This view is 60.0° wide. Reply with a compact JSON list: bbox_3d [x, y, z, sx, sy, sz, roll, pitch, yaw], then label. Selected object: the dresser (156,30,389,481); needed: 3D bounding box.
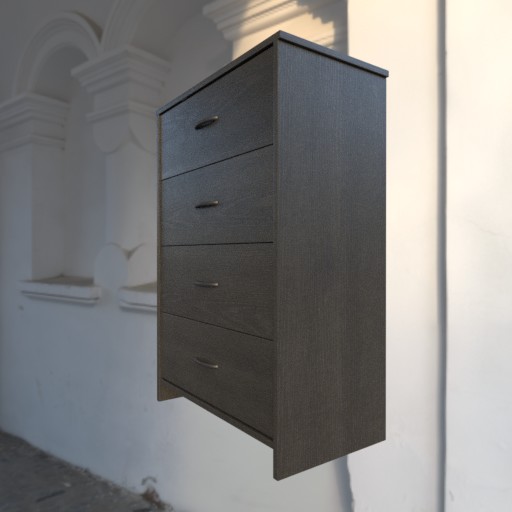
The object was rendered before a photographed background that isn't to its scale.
[{"bbox_3d":[0.000,0.000,1.388,0.398,1.020,0.700,0,0,-36],"label":"dresser"}]
